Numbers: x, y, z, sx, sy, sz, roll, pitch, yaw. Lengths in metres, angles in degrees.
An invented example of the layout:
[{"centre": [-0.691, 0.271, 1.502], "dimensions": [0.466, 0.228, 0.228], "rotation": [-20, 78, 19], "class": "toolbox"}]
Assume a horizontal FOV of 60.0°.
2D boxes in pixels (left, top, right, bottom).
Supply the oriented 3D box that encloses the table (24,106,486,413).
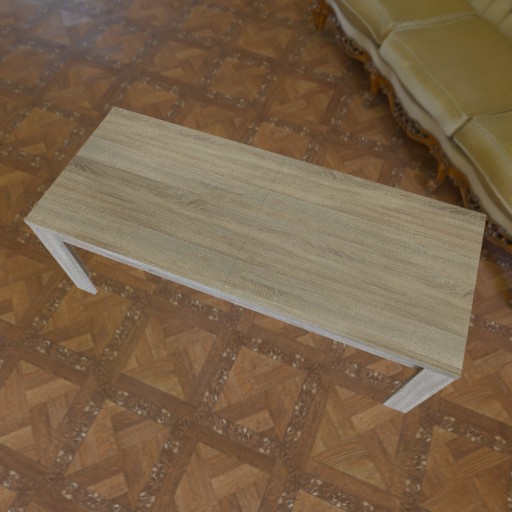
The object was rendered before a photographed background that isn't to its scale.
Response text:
[{"centre": [0.000, 0.000, 2.618], "dimensions": [2.200, 0.790, 0.900], "rotation": [19, 62, 11], "class": "table"}]
